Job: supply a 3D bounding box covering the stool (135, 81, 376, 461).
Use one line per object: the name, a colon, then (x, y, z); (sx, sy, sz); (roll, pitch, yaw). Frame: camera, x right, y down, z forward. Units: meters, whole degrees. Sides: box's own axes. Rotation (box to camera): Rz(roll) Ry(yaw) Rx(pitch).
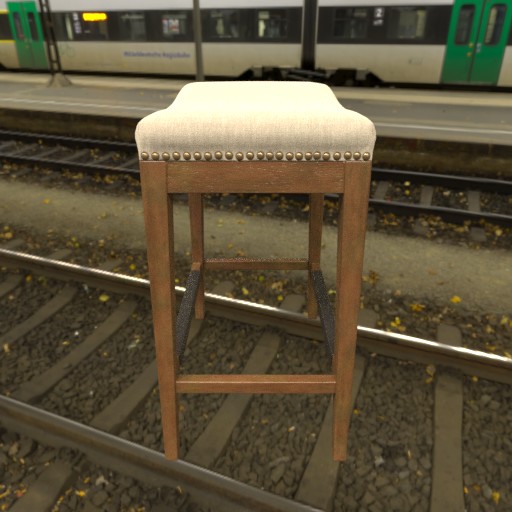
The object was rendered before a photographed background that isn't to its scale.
stool: (0.000, 0.000, 0.952); (0.356, 0.660, 0.508); (0, 27, 0)
